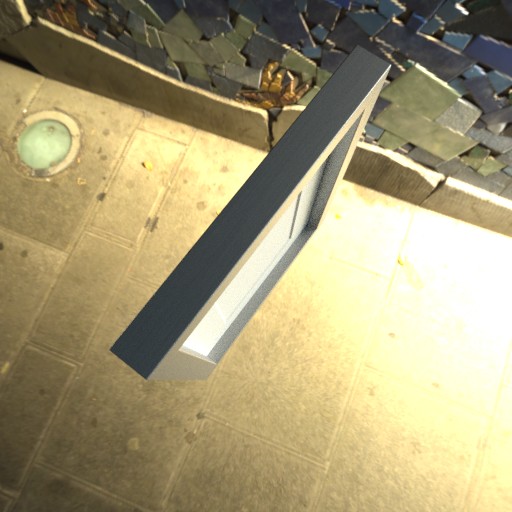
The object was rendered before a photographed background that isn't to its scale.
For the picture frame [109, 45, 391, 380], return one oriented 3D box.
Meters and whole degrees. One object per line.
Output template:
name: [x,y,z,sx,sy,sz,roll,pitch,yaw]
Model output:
picture frame: [0.000,0.000,0.386,0.036,0.282,0.233,35,77,9]
